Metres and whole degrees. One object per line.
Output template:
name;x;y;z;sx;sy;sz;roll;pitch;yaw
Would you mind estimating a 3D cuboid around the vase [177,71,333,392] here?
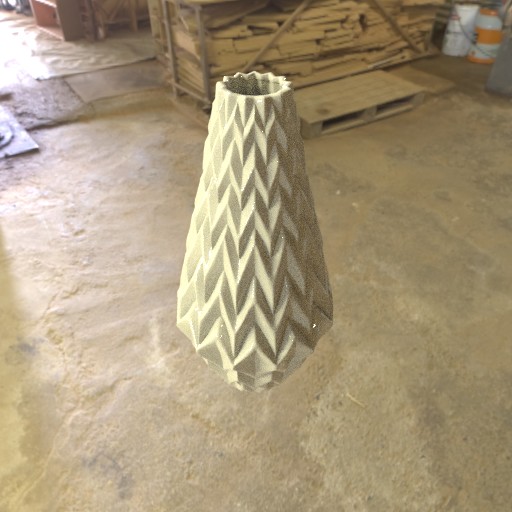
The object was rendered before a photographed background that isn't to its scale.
vase;0.000;0.000;0.426;0.167;0.328;0.167;0;41;0
